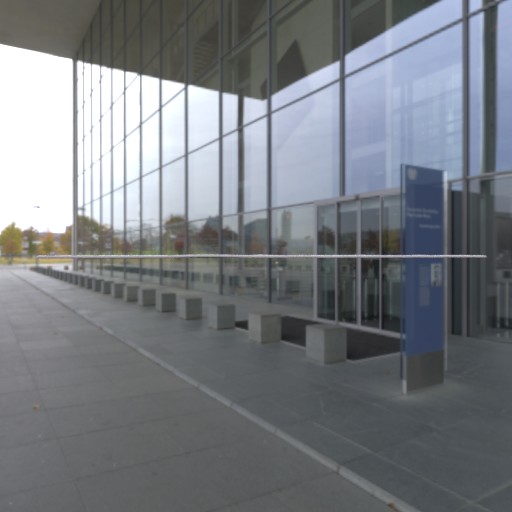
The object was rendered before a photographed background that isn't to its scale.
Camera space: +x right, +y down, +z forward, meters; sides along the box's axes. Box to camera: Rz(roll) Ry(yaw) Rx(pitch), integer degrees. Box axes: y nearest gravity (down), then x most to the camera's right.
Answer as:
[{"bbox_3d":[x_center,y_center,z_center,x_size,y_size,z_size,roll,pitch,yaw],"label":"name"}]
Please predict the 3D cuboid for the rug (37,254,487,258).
[{"bbox_3d":[0.000,0.000,1.057,0.867,0.007,0.515,0,0,-17],"label":"rug"}]
